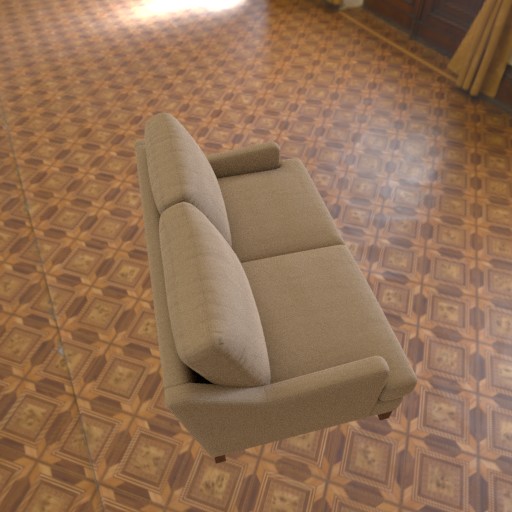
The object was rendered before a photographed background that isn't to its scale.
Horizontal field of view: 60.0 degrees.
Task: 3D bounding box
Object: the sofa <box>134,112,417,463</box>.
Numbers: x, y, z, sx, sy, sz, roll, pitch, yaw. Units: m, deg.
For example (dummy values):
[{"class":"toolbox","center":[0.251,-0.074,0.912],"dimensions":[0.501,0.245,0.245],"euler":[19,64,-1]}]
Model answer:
[{"class":"sofa","center":[0.000,0.000,2.221],"dimensions":[1.004,0.910,1.619],"euler":[-11,49,-9]}]
